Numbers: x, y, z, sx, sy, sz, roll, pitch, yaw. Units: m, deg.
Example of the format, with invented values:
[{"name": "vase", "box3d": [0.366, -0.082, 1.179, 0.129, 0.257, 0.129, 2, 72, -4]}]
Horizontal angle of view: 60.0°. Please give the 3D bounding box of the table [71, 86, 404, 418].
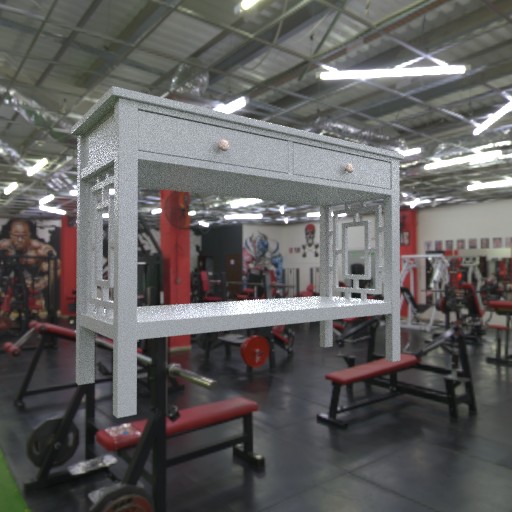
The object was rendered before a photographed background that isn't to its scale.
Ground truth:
[{"name": "table", "box3d": [0.000, 0.000, 1.459, 1.068, 0.753, 0.397, 1, -1, -36]}]
